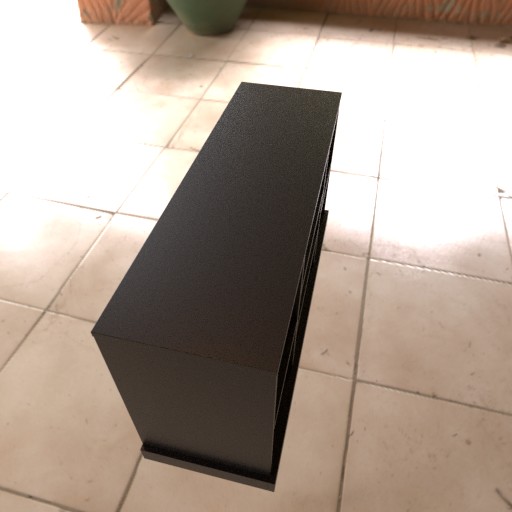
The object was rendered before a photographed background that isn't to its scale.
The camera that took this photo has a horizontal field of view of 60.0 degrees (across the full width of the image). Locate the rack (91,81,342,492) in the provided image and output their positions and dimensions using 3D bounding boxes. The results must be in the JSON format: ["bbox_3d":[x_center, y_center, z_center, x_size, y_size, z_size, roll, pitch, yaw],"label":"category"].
[{"bbox_3d":[0.000,0.000,1.481,0.399,0.635,1.206,10,46,9],"label":"rack"}]
